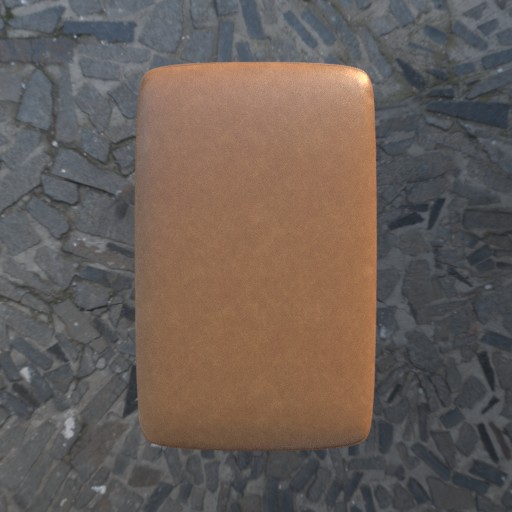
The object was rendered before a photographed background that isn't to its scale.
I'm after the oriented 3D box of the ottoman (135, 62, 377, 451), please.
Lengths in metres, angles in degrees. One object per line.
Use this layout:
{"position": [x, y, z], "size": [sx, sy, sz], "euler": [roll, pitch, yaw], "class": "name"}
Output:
{"position": [0.000, 0.000, 0.961], "size": [0.420, 0.480, 0.670], "euler": [0, 91, 0], "class": "ottoman"}
